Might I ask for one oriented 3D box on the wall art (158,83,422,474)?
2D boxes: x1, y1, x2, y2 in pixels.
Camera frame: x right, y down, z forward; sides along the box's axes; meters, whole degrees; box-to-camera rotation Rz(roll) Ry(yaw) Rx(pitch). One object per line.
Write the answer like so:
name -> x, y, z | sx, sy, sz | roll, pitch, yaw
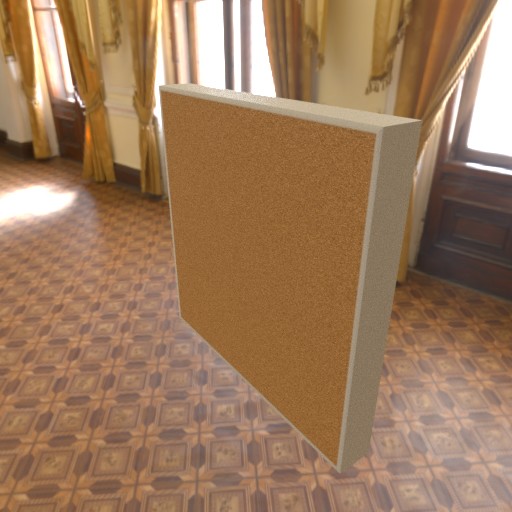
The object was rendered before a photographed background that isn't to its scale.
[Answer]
wall art -> 0.000, 0.000, 0.450 | 0.038, 0.304, 0.305 | -18, 32, -32
